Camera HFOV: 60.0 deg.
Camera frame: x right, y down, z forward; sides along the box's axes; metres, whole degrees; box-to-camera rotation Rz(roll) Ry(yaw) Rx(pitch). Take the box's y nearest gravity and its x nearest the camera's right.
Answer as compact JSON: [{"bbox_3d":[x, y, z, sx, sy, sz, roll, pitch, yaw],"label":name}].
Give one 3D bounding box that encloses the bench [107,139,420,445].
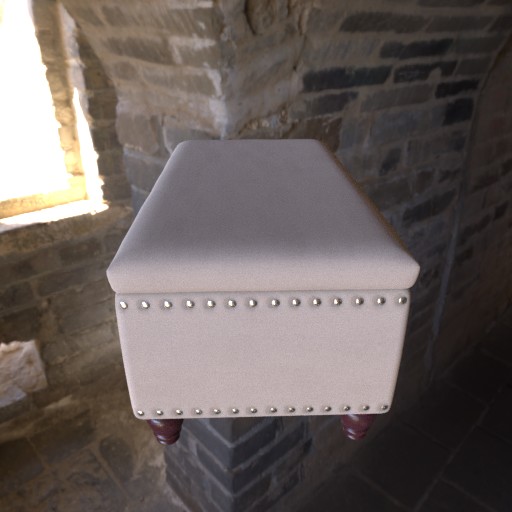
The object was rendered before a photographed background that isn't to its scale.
[{"bbox_3d":[0.000,0.000,1.177,0.500,0.449,0.887,-1,26,-2],"label":"bench"}]
